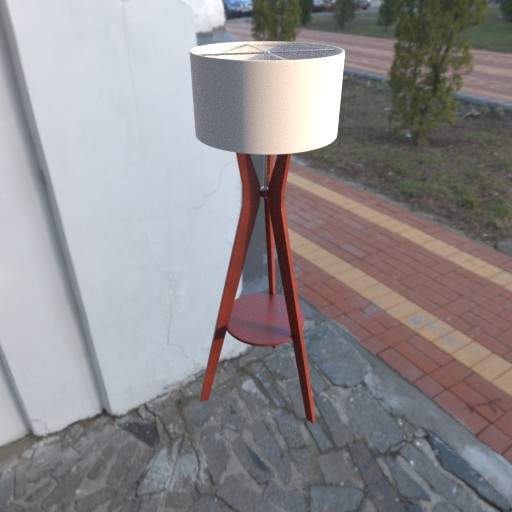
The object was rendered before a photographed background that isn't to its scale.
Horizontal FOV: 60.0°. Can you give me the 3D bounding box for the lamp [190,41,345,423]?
[{"bbox_3d":[0.000,0.000,1.736,0.542,1.472,0.539,-9,33,-14],"label":"lamp"}]
